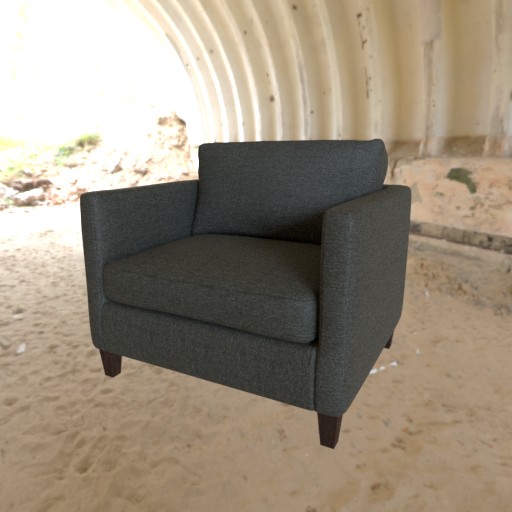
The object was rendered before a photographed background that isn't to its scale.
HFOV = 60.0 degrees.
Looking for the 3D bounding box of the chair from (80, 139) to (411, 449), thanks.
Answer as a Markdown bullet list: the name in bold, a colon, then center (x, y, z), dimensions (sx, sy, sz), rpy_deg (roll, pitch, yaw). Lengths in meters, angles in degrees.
- **chair**: center (0.000, 0.000, 1.882), dimensions (1.107, 0.963, 0.959), rpy_deg (7, 16, 27)
